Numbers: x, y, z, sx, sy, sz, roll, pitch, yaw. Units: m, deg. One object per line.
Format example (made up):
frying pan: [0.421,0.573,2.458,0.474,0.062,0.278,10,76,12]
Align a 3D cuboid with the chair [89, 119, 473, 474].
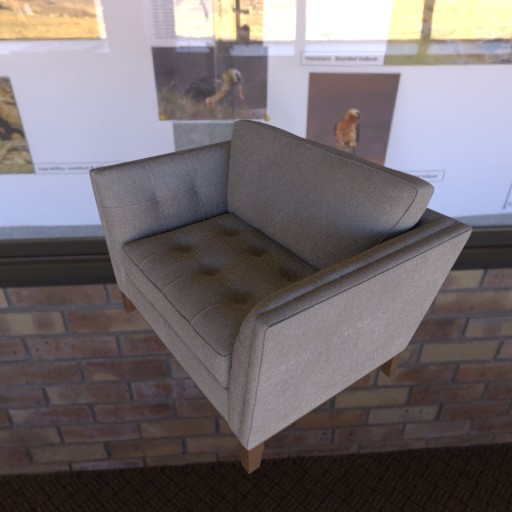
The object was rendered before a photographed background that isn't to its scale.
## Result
chair: [0.000,0.000,2.017,0.965,0.942,1.396,-21,38,-30]
